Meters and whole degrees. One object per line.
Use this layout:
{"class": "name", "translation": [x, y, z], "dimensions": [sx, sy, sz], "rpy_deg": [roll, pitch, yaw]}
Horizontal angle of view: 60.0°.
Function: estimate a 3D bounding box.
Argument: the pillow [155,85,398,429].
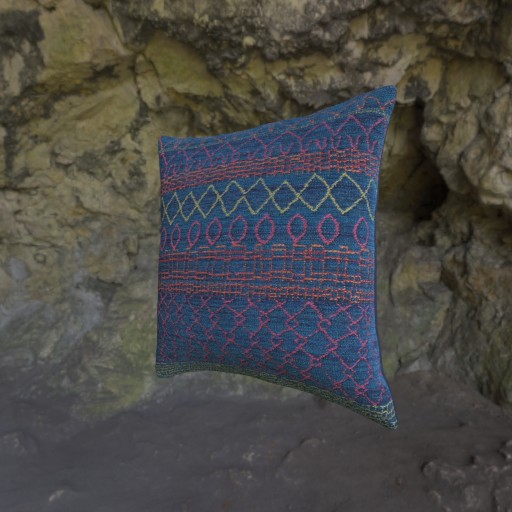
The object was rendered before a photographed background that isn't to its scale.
{"class": "pillow", "translation": [0.000, 0.000, 0.669], "dimensions": [0.431, 0.431, 0.141], "rpy_deg": [-1, -1, 36]}
